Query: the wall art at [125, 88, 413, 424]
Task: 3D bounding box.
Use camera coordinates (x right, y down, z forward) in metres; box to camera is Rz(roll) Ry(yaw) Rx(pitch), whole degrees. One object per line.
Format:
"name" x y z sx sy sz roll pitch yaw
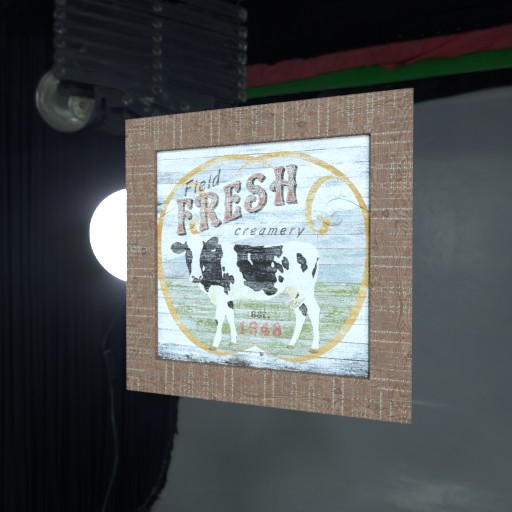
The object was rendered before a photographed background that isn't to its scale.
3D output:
"wall art" 0.000 0.000 0.799 0.531 0.531 0.029 0 1 19
